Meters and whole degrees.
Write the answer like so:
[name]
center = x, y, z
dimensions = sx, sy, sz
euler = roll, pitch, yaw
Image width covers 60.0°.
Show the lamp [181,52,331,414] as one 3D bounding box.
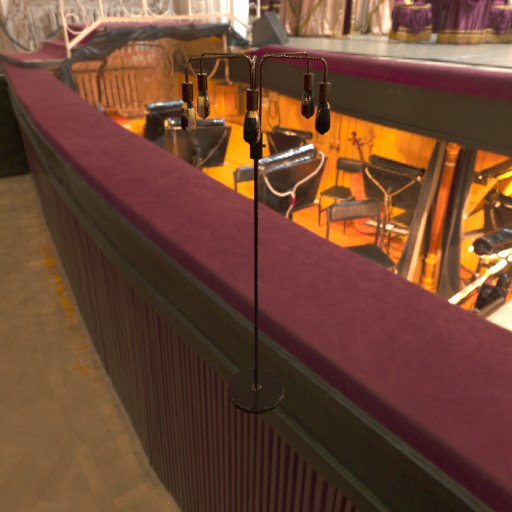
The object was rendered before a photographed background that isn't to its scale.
[lamp]
center = 0.000, 0.000, 2.069
dimensions = 0.599, 1.721, 0.572
euler = -21, 35, -33
